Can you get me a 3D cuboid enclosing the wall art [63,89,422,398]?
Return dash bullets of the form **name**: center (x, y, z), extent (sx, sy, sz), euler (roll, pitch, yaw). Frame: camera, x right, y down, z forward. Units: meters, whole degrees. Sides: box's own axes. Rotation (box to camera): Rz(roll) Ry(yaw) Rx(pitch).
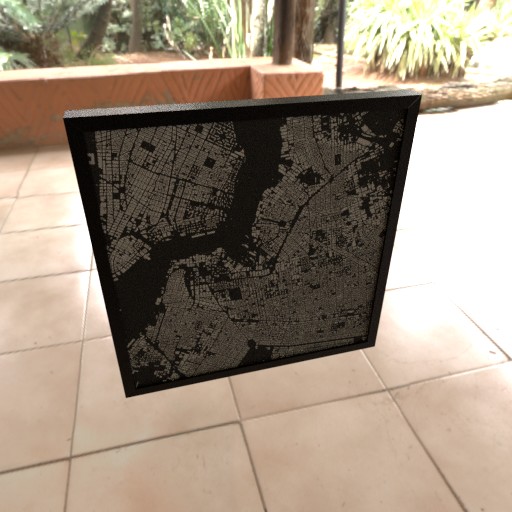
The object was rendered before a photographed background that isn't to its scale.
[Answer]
- **wall art**: center (0.000, 0.000, 0.753), extent (0.506, 0.506, 0.038), euler (-8, 33, -13)
